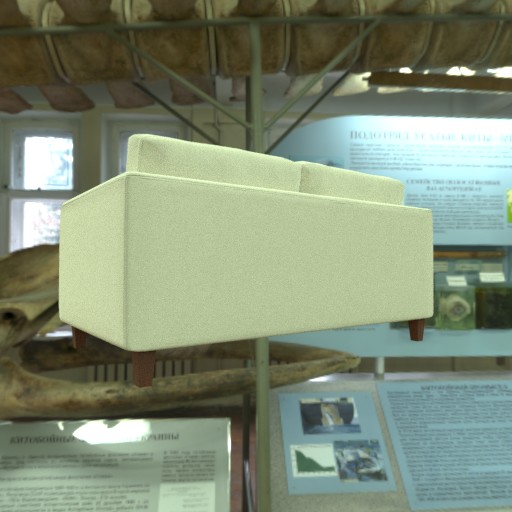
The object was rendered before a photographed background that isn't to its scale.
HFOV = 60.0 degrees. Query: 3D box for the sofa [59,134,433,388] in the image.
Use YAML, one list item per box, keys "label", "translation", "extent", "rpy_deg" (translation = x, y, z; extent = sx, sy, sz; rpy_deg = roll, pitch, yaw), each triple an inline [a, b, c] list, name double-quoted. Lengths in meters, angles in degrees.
- label: "sofa"
  translation: [0.000, 0.000, 2.254]
  extent: [1.702, 0.888, 0.964]
  rpy_deg: [1, -1, -35]
